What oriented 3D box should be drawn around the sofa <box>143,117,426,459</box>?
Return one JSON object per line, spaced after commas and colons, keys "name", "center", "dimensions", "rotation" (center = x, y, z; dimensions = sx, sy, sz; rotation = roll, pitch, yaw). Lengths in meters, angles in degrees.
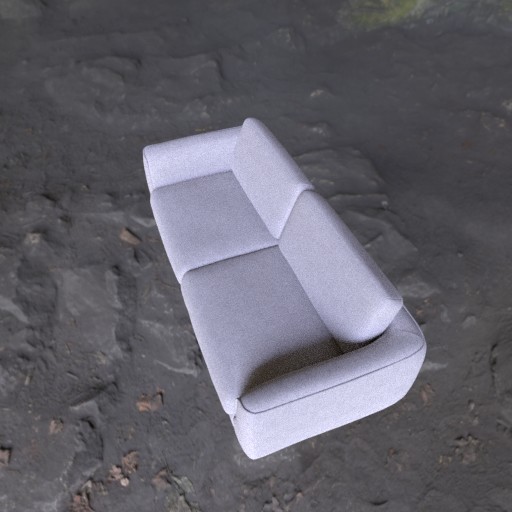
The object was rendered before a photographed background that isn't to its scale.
{"name": "sofa", "center": [0.000, 0.000, 2.512], "dimensions": [0.920, 0.850, 2.000], "rotation": [-16, 48, -15]}
